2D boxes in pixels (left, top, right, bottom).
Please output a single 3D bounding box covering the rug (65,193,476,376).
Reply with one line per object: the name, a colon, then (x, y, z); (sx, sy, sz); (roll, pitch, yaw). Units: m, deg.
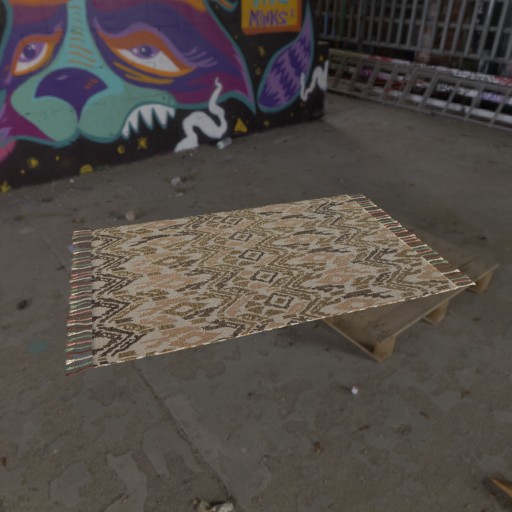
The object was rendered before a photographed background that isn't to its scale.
rug: (0.000, 0.000, 3.058); (2.438, 0.008, 1.524); (-10, 33, -15)
